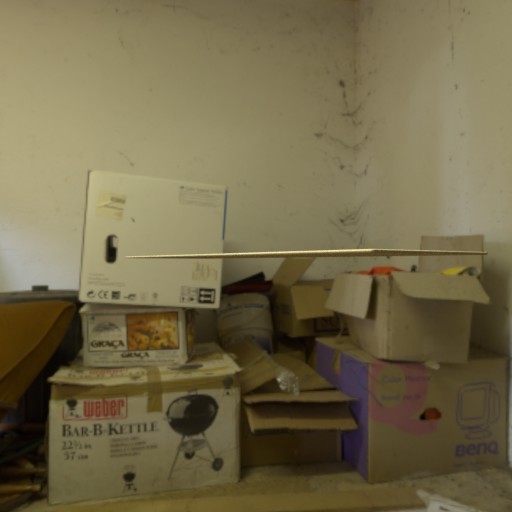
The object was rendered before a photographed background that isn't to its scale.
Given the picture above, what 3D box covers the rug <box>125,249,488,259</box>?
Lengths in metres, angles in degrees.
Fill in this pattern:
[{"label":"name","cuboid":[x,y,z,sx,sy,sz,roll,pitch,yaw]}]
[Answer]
[{"label":"rug","cuboid":[0.000,0.000,2.742,0.793,0.014,2.450,1,-1,-36]}]
